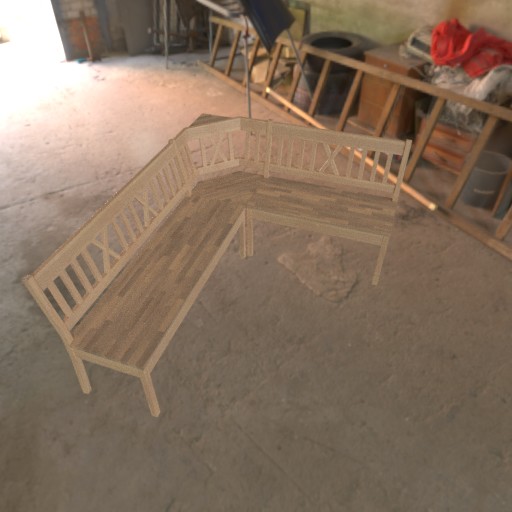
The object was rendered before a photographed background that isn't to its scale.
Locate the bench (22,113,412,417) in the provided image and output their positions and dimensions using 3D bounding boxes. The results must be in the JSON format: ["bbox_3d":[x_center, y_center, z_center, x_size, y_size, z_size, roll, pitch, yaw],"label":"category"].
[{"bbox_3d":[0.000,0.000,2.764,1.537,0.902,1.937,13,43,14],"label":"bench"}]
